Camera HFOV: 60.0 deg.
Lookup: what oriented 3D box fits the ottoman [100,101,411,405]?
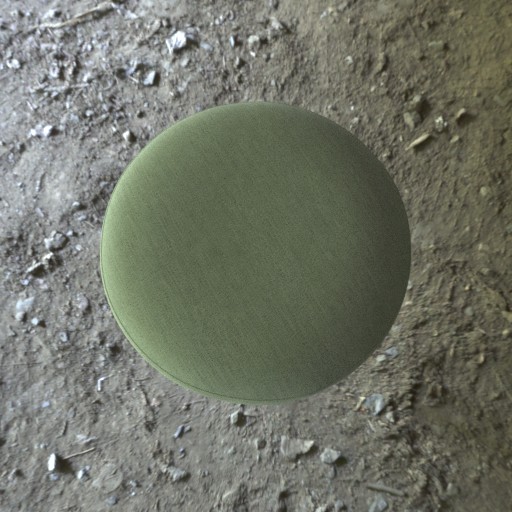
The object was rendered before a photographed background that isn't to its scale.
[{"bbox_3d":[0.000,0.000,1.231,0.769,0.459,0.769,0,76,0],"label":"ottoman"}]
